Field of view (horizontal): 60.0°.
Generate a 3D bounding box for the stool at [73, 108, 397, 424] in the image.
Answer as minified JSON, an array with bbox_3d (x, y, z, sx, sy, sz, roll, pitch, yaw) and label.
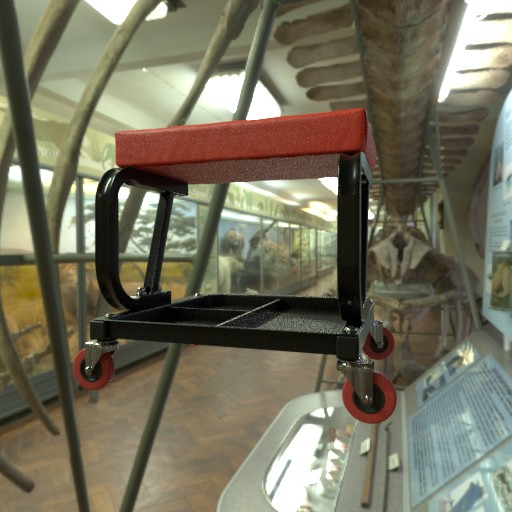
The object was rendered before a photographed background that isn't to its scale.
[{"bbox_3d":[0.000,0.000,0.728,0.446,0.380,0.371,0,1,18],"label":"stool"}]
